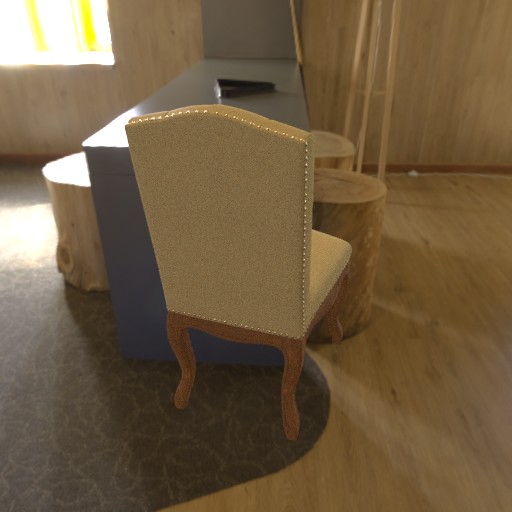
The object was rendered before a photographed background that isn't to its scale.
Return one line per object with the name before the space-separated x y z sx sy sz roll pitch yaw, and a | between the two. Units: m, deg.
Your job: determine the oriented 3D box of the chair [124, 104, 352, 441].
chair | 0.000 0.000 1.575 0.623 1.165 0.715 10 32 16
